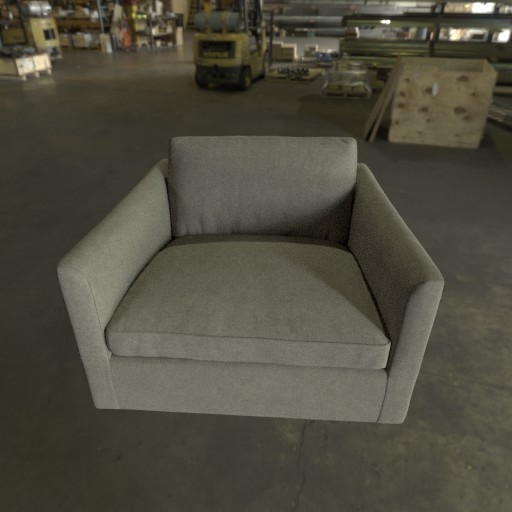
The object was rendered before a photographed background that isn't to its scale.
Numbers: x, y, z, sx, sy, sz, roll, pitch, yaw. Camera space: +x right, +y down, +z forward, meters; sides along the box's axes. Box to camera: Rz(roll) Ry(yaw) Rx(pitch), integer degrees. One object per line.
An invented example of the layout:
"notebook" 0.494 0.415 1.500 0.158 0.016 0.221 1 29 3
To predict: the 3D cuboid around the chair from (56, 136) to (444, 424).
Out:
"chair" 0.000 0.000 1.903 1.190 0.845 1.091 2 31 3
